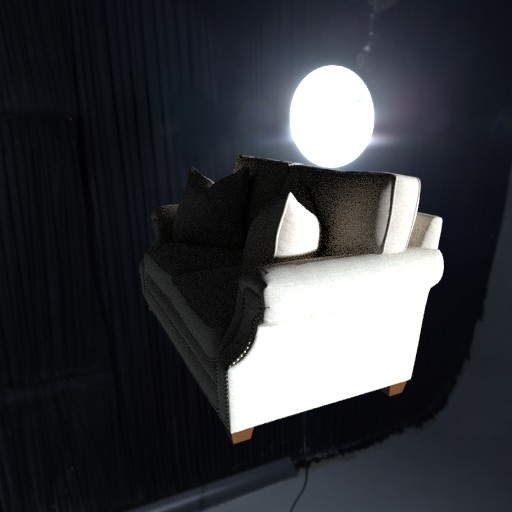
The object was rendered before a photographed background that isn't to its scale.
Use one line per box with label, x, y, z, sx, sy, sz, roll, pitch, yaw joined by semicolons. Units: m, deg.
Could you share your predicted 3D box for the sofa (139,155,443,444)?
sofa;0.000;0.000;2.337;0.966;0.966;1.701;-7;17;-24
